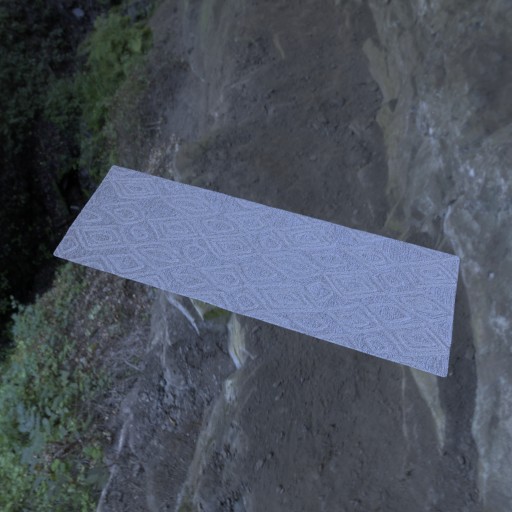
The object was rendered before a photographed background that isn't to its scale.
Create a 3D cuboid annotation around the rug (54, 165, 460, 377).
[{"bbox_3d":[0.000,0.000,2.775,2.436,0.013,0.807,16,60,10],"label":"rug"}]
